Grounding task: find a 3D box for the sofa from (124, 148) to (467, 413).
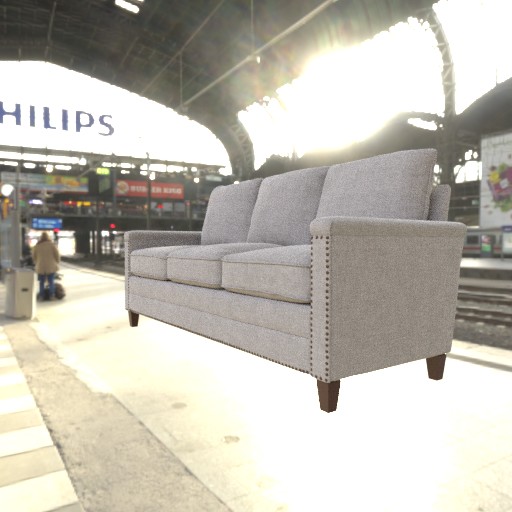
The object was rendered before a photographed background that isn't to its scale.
[{"bbox_3d":[0.000,0.000,2.370,0.828,0.959,1.925,-1,2,-35],"label":"sofa"}]
